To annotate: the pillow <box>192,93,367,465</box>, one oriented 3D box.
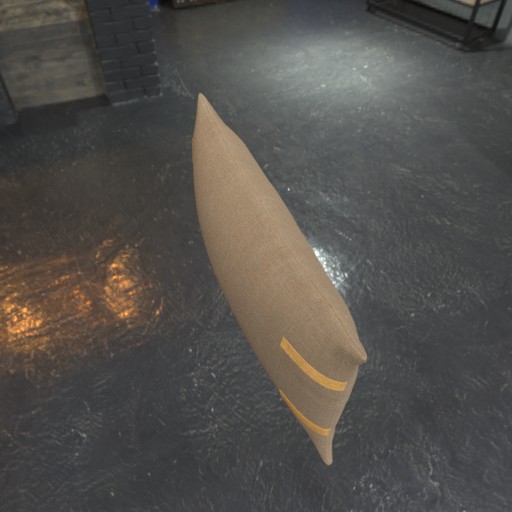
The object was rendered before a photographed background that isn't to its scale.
[{"bbox_3d":[0.000,0.000,0.744,0.148,0.308,0.612,-16,49,-14],"label":"pillow"}]
